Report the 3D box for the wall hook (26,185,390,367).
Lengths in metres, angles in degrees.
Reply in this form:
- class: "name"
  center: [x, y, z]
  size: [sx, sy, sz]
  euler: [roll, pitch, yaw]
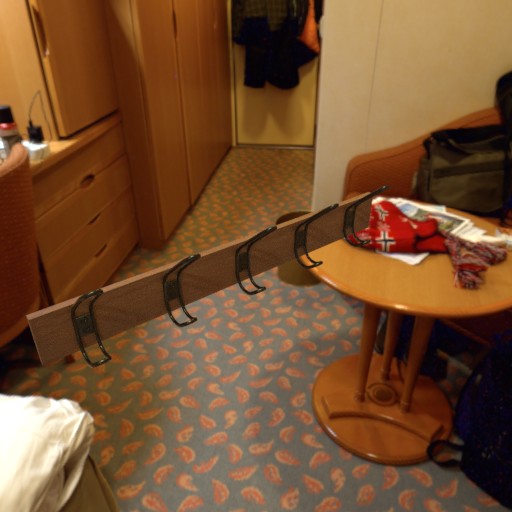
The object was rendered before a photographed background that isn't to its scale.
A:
- class: "wall hook"
  center: [0.000, 0.000, 0.592]
  size: [0.554, 0.116, 0.076]
  euler: [-22, 36, -33]
